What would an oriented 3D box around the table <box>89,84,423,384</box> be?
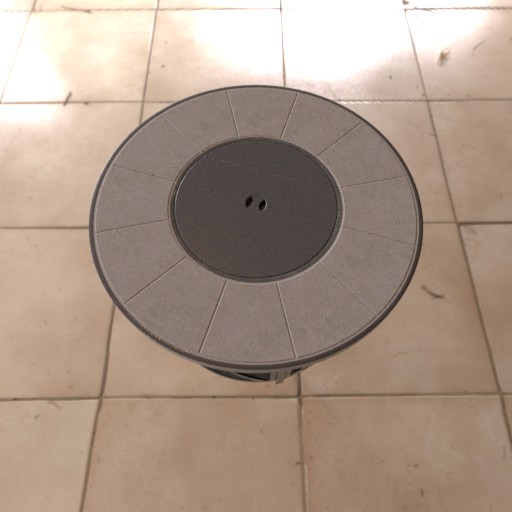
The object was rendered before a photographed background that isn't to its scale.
[{"bbox_3d":[0.000,0.000,1.519,0.914,0.650,0.914,0,63,0],"label":"table"}]
